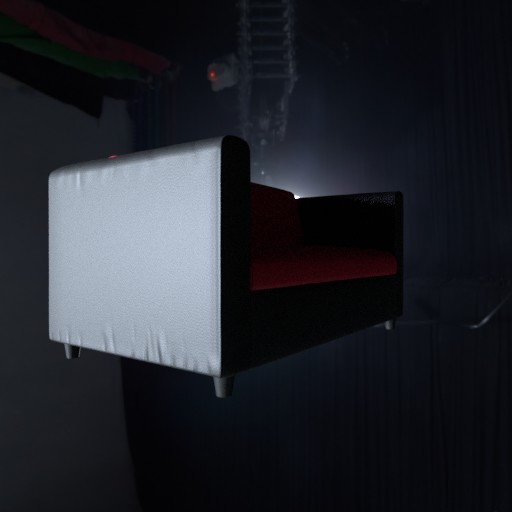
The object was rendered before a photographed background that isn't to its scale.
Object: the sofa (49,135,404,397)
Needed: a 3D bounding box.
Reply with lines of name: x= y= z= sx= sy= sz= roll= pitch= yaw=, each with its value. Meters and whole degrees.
sofa: x=0.000 y=0.000 z=1.917 sx=0.845 sy=0.735 sz=1.410 roll=0 pitch=1 yaw=36
